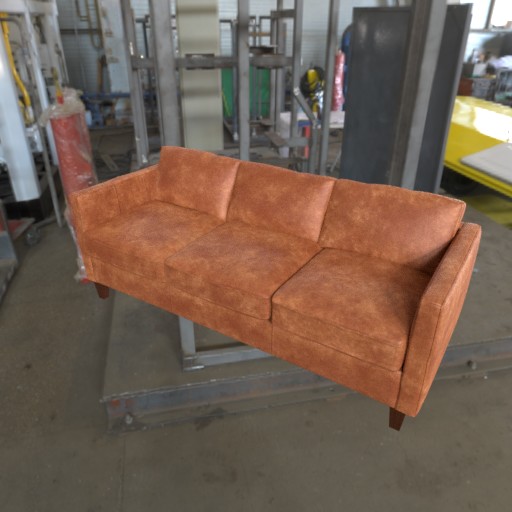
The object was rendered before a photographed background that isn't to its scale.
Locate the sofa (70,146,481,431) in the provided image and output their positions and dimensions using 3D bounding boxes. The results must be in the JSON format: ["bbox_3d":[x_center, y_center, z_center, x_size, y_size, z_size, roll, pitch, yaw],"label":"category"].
[{"bbox_3d":[0.000,0.000,2.892,2.464,1.006,1.045,17,33,28],"label":"sofa"}]
